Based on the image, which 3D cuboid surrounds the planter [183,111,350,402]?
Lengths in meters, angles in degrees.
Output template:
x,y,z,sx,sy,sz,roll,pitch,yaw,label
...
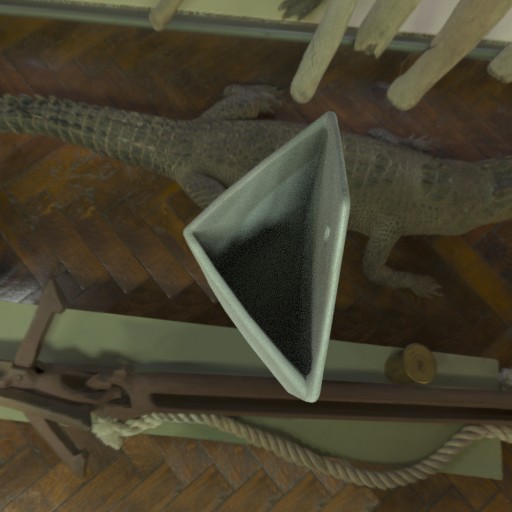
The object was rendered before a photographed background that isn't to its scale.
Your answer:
x,y,z,sx,sy,sz,roll,pitch,yaw,label
0.000,0.000,0.274,0.080,0.194,0.163,6,75,2,planter
